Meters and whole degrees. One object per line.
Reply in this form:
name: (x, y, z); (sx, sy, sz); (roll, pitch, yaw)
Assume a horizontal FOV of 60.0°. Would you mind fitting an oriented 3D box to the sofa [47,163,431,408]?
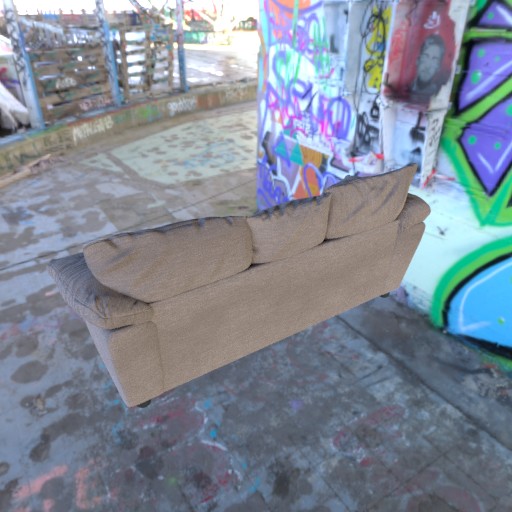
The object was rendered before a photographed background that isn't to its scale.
sofa: (0.000, 0.000, 2.888); (2.390, 1.043, 0.927); (-18, 34, -28)
